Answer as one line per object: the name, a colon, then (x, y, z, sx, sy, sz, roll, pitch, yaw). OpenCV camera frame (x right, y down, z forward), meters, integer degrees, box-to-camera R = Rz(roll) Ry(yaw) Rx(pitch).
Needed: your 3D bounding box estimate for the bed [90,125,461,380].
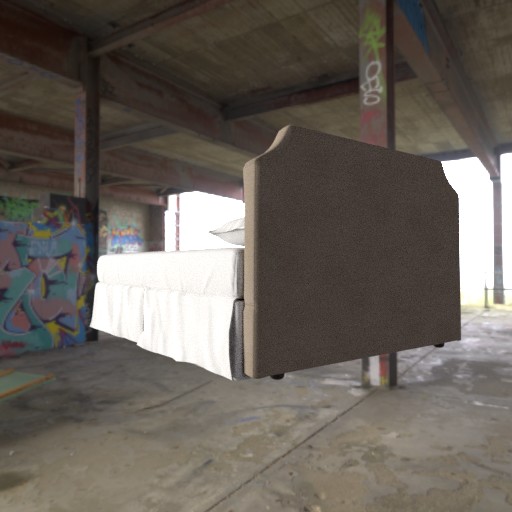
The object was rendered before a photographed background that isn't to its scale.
bed: (0.000, 0.000, 3.628, 1.977, 1.293, 2.498, 1, -1, -36)
